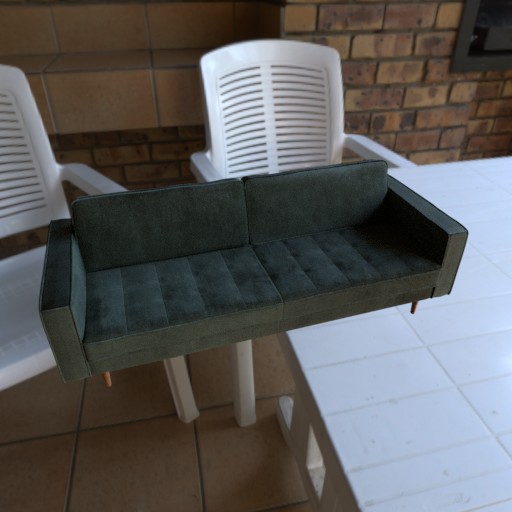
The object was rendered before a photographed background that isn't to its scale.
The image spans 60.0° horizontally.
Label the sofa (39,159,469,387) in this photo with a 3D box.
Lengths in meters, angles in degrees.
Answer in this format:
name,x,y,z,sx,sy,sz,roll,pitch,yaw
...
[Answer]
name,x,y,z,sx,sy,sz,roll,pitch,yaw
sofa,0.000,0.000,2.559,2.214,0.781,0.886,-10,34,-15
